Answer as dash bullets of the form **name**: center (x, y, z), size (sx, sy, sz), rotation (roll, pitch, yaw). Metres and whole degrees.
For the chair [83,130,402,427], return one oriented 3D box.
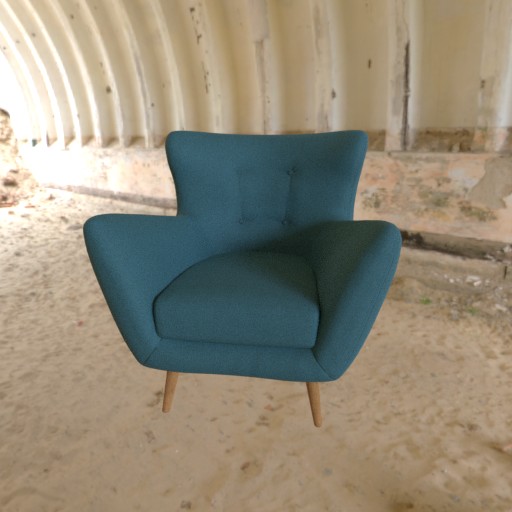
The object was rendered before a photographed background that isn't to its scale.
- **chair**: center (0.000, 0.000, 1.613), size (0.890, 0.889, 0.889), rotation (2, 15, 8)
